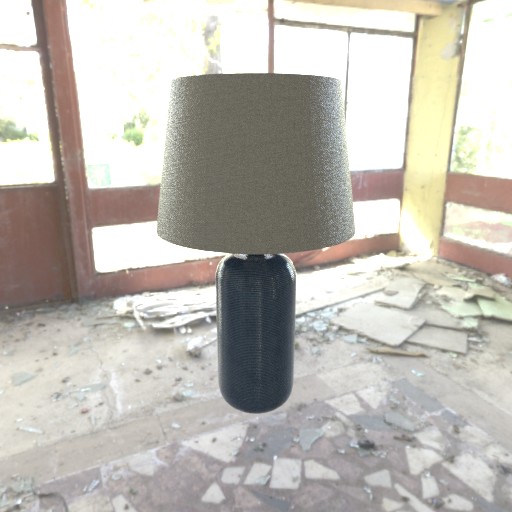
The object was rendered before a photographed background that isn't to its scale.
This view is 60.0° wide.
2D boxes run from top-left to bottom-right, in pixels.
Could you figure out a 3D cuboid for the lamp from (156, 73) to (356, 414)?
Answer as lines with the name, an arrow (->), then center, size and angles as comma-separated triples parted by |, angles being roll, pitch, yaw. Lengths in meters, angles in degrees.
lamp -> 0.000, 0.000, 0.585 | 0.253, 0.428, 0.253 | 0, 17, 0
